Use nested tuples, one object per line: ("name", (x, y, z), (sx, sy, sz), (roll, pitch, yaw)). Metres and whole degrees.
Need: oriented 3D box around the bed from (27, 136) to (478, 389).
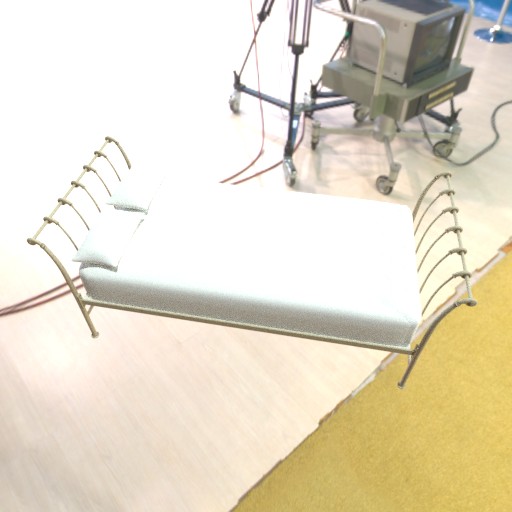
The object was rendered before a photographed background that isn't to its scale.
("bed", (0.000, 0.000, 2.785), (2.228, 0.873, 1.032), (8, 47, 7))
